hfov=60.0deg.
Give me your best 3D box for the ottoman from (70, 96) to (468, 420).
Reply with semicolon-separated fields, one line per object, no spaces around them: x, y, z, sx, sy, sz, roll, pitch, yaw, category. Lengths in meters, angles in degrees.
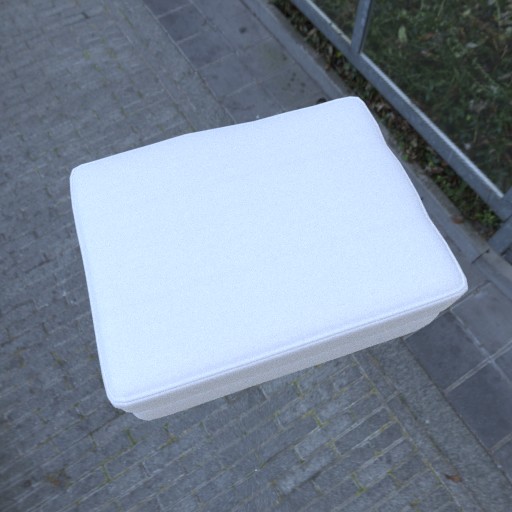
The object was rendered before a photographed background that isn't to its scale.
0.000;0.000;1.207;0.818;0.479;0.634;-17;65;-8;ottoman
